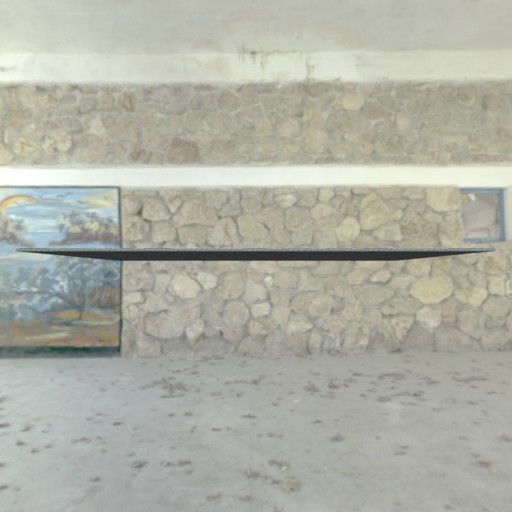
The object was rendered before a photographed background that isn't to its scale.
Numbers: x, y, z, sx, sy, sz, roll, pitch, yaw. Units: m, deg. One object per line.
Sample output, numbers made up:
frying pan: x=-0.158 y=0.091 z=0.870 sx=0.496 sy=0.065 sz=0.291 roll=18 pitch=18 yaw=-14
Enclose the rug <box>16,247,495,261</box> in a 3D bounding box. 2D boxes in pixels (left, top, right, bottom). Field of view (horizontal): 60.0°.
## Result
rug: x=0.000 y=0.000 z=2.295 sx=1.829 sy=0.014 sz=1.235 roll=0 pitch=-2 yaw=0
